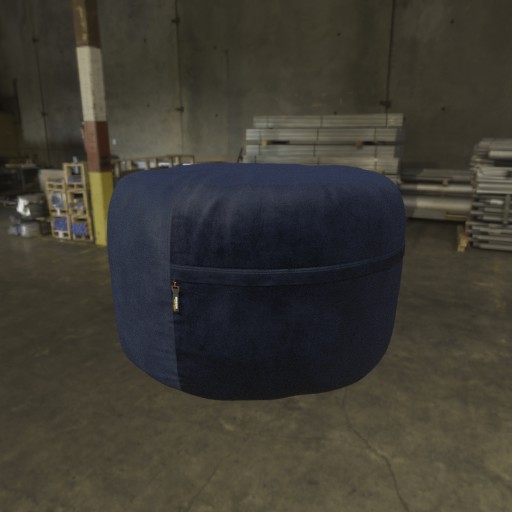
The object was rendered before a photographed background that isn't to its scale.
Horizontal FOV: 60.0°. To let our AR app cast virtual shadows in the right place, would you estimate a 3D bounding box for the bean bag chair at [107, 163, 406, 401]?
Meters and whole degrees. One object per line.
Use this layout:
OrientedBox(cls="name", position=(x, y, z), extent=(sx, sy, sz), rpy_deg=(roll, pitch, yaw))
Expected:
OrientedBox(cls="bean bag chair", position=(0.000, 0.000, 1.923), extent=(1.219, 0.762, 1.219), rpy_deg=(0, 15, 0))
